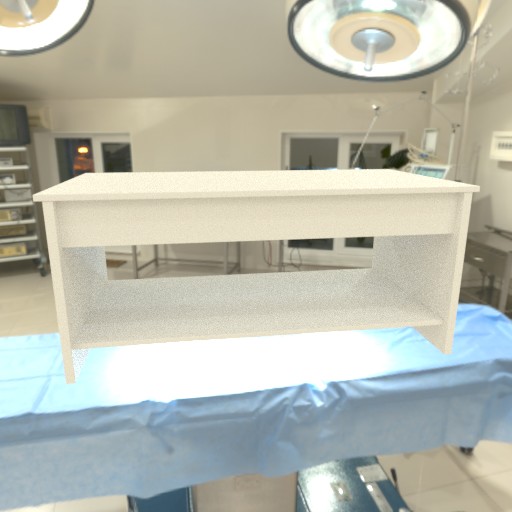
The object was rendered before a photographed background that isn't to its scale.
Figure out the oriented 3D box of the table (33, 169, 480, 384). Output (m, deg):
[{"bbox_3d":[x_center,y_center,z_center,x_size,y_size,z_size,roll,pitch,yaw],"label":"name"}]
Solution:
[{"bbox_3d":[0.000,0.000,1.275,1.000,0.441,0.500,-2,16,-8],"label":"table"}]
